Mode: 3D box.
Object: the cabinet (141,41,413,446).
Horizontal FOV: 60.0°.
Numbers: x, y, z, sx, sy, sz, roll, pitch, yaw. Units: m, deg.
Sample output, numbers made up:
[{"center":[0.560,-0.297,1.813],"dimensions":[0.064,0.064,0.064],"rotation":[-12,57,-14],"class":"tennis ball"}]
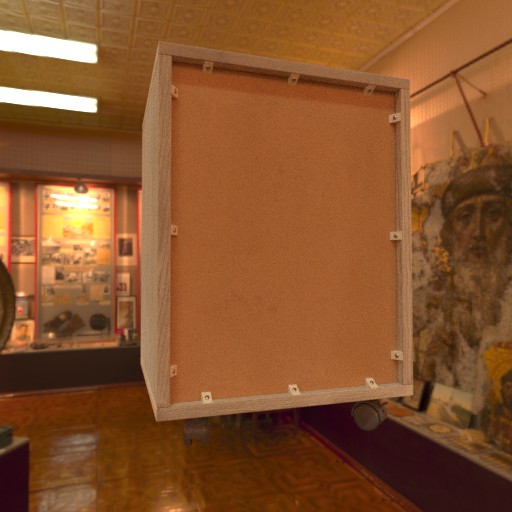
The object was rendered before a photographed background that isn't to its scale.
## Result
[{"center":[0.000,0.000,0.855],"dimensions":[0.409,0.579,0.401],"rotation":[1,-2,-18],"class":"cabinet"}]
